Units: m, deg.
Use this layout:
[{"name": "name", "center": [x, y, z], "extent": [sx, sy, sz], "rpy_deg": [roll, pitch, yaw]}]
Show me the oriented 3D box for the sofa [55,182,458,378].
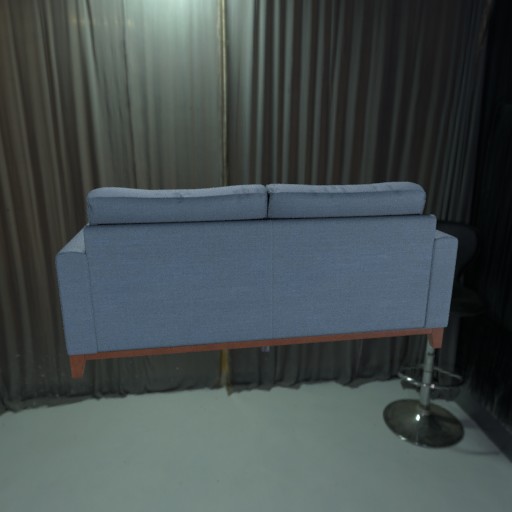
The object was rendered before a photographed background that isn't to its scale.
[{"name": "sofa", "center": [0.000, 0.000, 2.504], "extent": [1.900, 0.865, 0.877], "rpy_deg": [-3, 16, -9]}]
